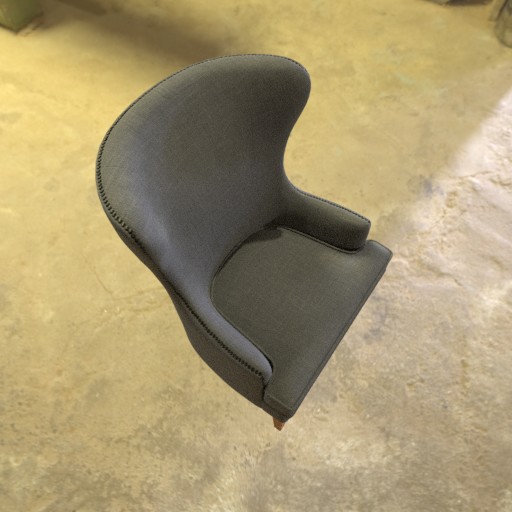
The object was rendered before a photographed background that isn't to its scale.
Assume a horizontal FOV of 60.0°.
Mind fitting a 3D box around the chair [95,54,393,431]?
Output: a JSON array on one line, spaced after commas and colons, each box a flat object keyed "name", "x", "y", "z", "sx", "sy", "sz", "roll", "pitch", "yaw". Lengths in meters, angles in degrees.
[{"name": "chair", "x": 0.000, "y": 0.000, "z": 1.767, "sx": 0.883, "sy": 1.176, "sz": 0.864, "roll": 31, "pitch": 63, "yaw": 18}]
